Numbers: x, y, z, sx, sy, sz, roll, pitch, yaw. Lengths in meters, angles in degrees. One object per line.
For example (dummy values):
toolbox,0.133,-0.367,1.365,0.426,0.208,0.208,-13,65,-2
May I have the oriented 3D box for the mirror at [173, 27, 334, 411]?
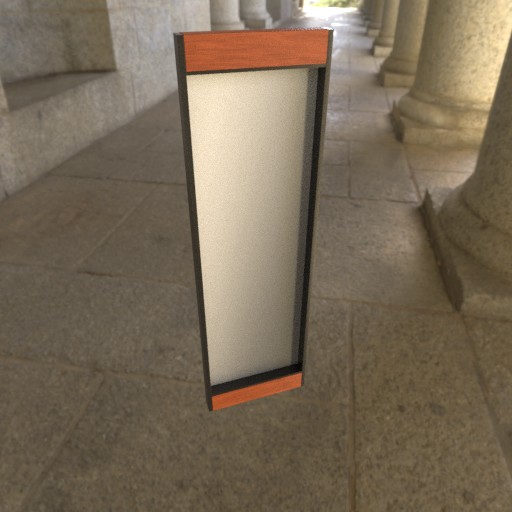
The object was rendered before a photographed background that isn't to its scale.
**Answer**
mirror,0.000,0.000,1.233,0.343,1.123,0.047,-10,34,-16
